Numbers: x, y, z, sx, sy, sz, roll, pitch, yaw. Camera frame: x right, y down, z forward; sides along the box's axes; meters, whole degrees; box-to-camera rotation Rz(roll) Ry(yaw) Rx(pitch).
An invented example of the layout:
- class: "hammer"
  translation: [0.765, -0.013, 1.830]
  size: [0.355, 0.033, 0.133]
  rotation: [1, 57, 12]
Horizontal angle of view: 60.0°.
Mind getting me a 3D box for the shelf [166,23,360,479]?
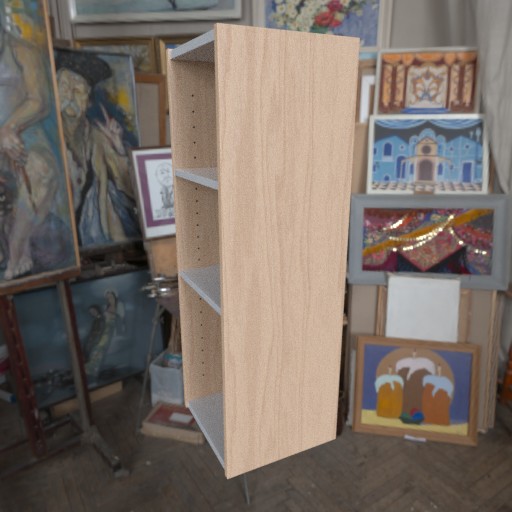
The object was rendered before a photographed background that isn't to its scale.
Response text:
- class: "shelf"
  translation: [0.000, 0.000, 1.031]
  size: [0.290, 0.900, 0.300]
  rotation: [-8, 18, -25]
